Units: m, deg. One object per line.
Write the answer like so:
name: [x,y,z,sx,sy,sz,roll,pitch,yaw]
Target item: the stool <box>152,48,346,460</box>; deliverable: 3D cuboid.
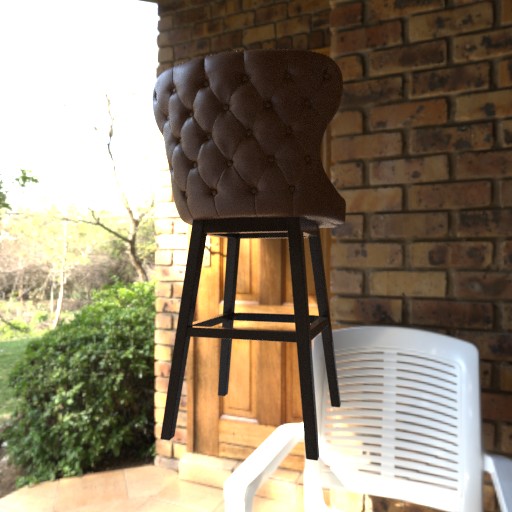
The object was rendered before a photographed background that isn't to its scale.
stool: [0.000,0.000,1.441,0.591,1.087,0.606,0,-1,18]
